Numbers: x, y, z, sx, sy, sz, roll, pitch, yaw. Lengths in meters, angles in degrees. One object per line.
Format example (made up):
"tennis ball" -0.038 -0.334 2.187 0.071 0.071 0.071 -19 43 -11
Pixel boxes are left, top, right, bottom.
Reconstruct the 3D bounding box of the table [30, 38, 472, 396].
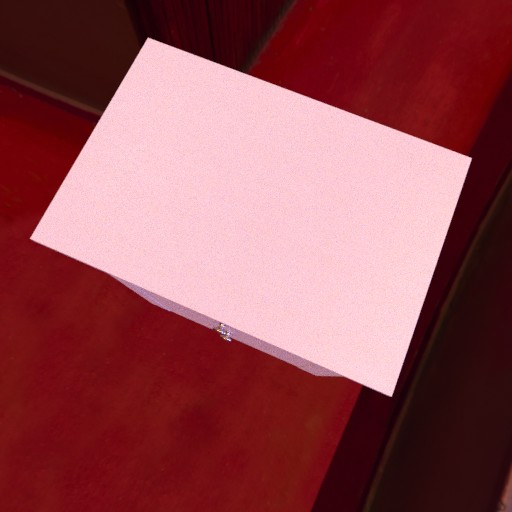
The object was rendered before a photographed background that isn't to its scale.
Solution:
"table" 0.000 0.000 1.046 0.589 0.711 0.406 23 76 6
